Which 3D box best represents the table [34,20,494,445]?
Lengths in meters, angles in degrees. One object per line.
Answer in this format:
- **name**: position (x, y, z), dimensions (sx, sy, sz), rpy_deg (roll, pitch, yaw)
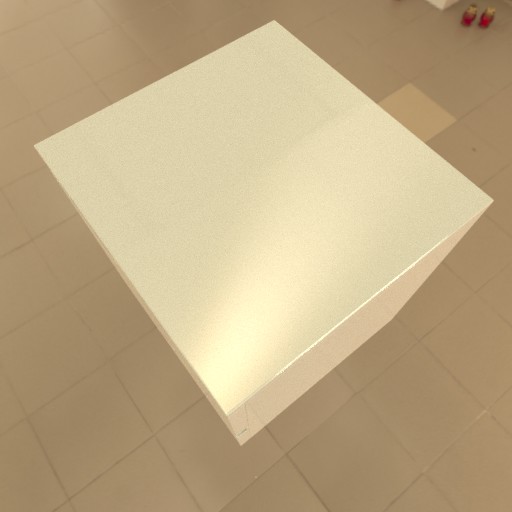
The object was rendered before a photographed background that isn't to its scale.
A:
- **table**: position (0.000, 0.000, 0.763), dimensions (0.400, 0.470, 0.420), rpy_deg (-35, 69, -16)
